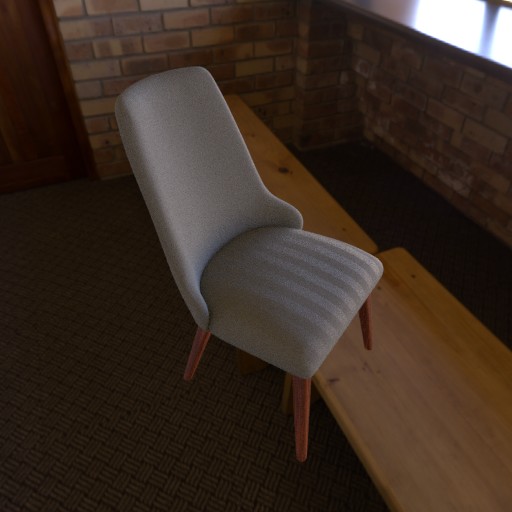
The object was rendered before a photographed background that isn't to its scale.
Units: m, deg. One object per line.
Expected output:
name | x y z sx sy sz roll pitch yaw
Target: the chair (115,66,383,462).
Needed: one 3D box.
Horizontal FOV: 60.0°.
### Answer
chair | 0.000 0.000 1.327 0.707 0.918 0.535 25 47 26
